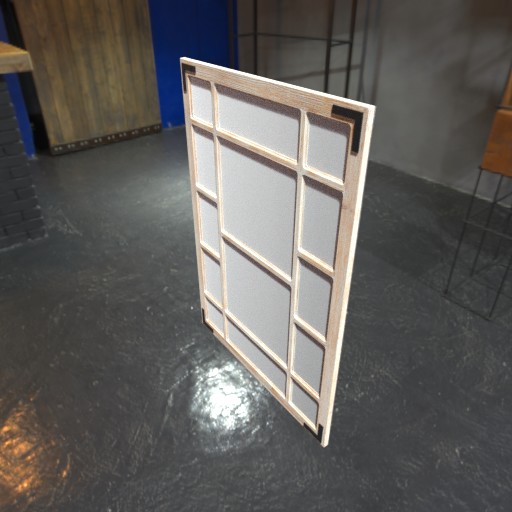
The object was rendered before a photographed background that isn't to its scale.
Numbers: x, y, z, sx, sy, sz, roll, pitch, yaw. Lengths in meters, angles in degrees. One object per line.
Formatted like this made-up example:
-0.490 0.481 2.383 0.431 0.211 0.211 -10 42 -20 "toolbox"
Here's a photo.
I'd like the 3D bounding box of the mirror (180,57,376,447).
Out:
0.000 0.000 1.305 0.025 0.996 0.705 -22 38 -30 "mirror"
